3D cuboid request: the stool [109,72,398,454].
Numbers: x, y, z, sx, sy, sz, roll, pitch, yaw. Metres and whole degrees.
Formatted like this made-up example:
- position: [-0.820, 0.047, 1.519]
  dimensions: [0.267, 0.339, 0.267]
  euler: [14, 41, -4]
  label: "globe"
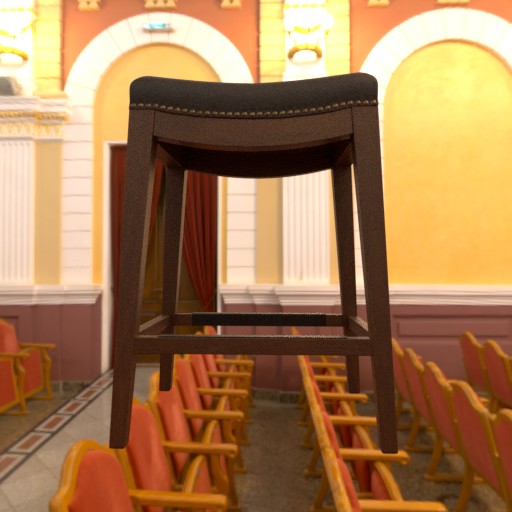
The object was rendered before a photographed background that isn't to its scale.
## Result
- position: [0.000, 0.000, 0.927]
  dimensions: [0.490, 0.664, 0.353]
  euler: [0, 0, 2]
  label: "stool"
